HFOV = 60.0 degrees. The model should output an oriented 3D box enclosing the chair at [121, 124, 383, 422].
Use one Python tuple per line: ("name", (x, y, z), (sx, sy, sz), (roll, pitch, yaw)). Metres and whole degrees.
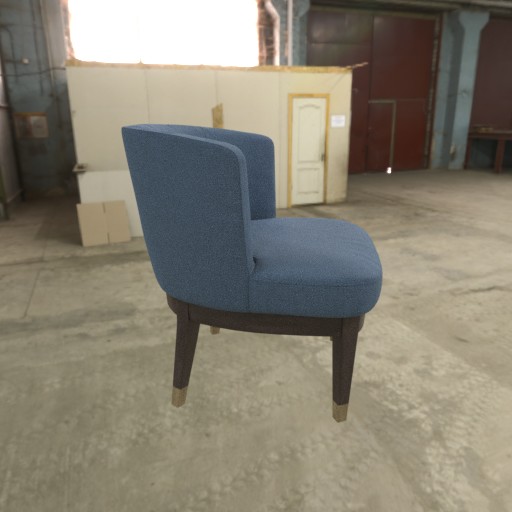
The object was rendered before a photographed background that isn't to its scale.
("chair", (0.000, 0.000, 1.331), (0.702, 0.760, 0.661), (2, 17, 8))
